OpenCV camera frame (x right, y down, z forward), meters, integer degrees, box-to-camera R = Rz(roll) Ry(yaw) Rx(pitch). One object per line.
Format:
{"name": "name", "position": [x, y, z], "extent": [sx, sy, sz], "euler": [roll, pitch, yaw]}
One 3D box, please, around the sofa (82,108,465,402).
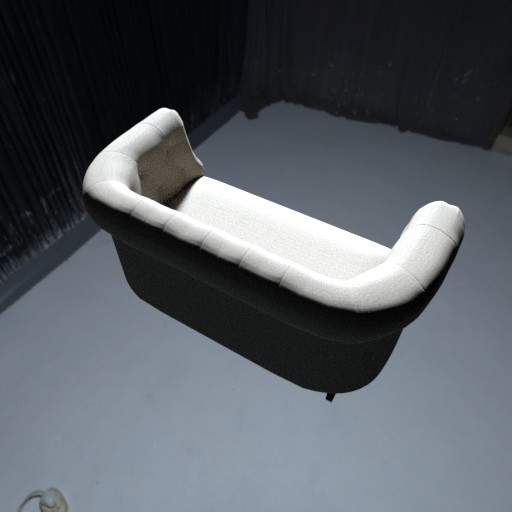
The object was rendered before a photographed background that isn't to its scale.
{"name": "sofa", "position": [0.000, 0.000, 2.056], "extent": [1.558, 0.827, 0.835], "euler": [24, 52, 21]}
